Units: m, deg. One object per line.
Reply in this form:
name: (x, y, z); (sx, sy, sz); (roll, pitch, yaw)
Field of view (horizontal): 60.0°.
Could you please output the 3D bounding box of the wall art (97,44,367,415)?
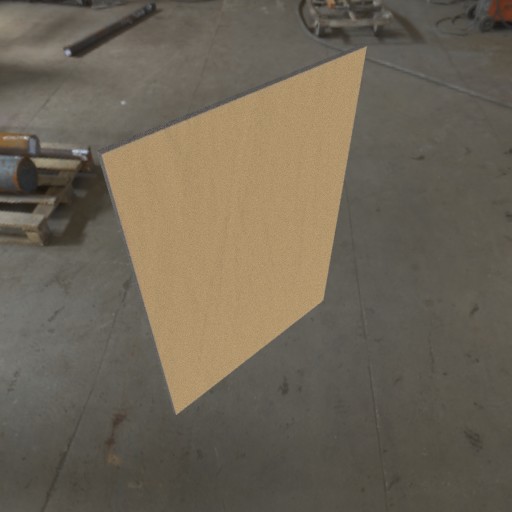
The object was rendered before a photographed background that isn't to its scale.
wall art: (0.000, 0.000, 1.436); (0.810, 1.116, 0.016); (-33, 54, -28)
